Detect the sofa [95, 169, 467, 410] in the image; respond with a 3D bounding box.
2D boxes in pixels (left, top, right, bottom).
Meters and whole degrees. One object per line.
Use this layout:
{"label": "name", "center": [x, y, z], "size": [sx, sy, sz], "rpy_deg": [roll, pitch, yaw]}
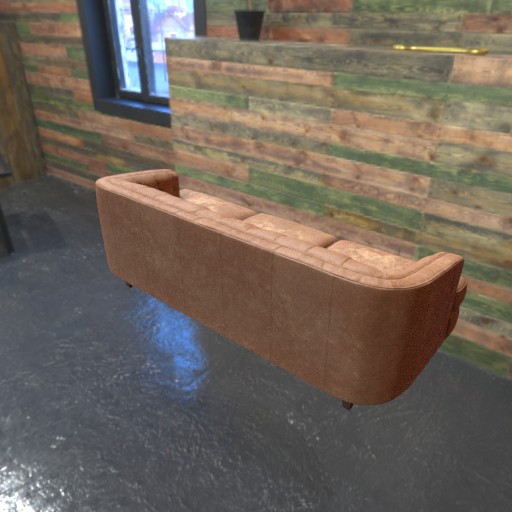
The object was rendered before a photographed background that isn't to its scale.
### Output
{"label": "sofa", "center": [0.000, 0.000, 2.731], "size": [2.257, 0.791, 0.922], "rpy_deg": [22, 35, 34]}
